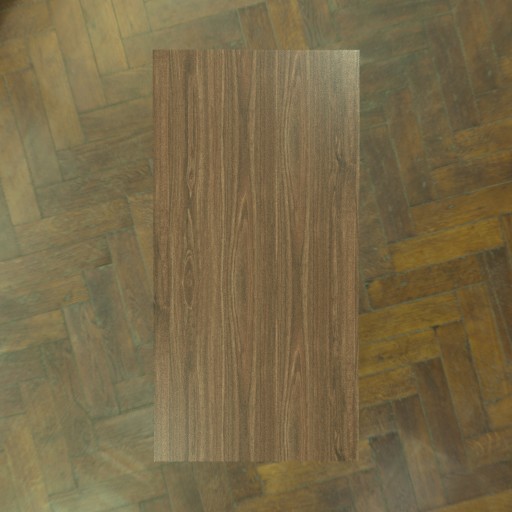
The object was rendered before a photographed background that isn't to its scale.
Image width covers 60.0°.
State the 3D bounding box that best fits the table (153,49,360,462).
[{"bbox_3d":[0.000,0.000,1.491,0.600,0.400,1.200,0,91,0],"label":"table"}]
